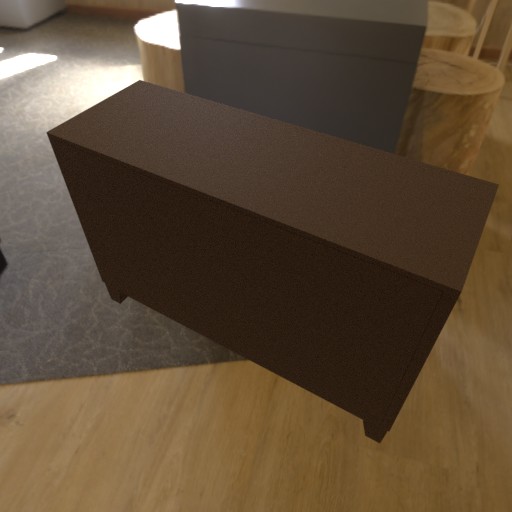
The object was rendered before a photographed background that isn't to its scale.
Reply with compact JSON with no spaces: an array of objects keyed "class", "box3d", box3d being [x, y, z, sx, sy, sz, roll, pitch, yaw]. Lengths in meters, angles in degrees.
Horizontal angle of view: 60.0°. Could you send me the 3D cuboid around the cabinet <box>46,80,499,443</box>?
[{"class":"cabinet","box3d":[0.000,0.000,1.750,1.396,0.914,0.482,23,50,21]}]
